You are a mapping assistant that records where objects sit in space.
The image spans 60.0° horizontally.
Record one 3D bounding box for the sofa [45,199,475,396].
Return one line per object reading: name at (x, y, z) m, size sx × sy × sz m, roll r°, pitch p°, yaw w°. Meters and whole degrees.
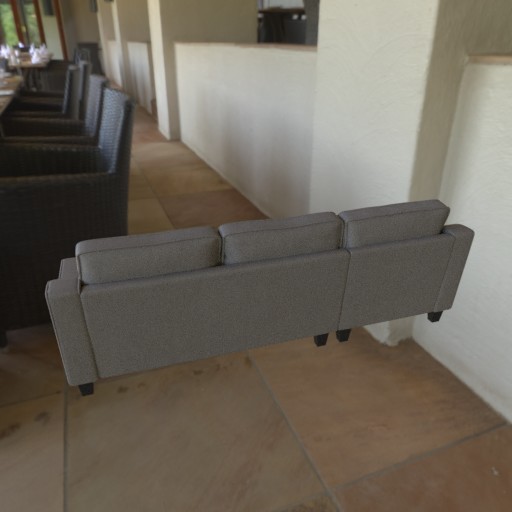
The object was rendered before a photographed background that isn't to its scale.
sofa at (0.000, 0.000, 3.161) m, size 2.561 × 0.928 × 1.294 m, roll -8°, pitch 27°, yaw -16°
